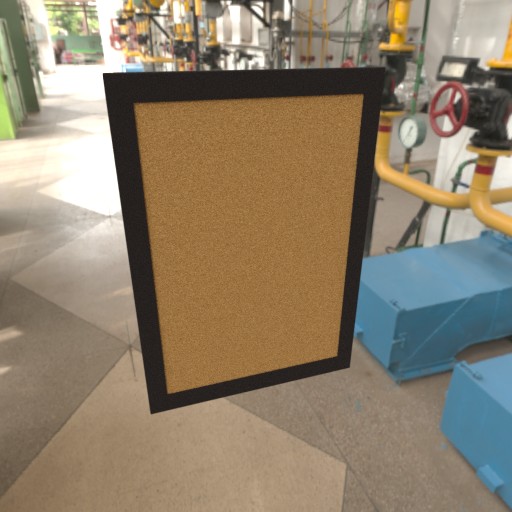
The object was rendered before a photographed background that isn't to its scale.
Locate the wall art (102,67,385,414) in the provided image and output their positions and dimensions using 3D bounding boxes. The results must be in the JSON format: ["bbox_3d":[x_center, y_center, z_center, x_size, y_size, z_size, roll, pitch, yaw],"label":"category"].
[{"bbox_3d":[0.000,0.000,0.681,0.374,0.529,0.012,-8,27,-16],"label":"wall art"}]
